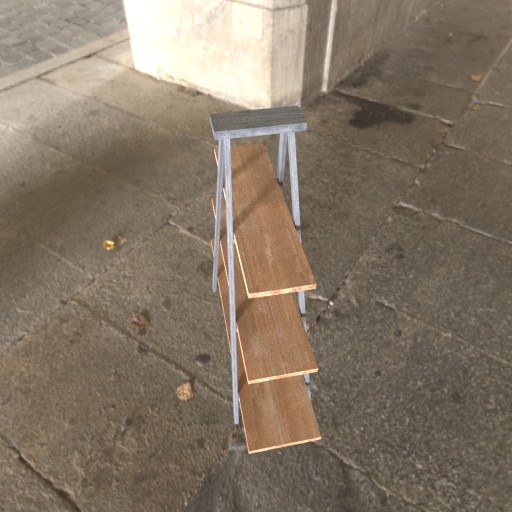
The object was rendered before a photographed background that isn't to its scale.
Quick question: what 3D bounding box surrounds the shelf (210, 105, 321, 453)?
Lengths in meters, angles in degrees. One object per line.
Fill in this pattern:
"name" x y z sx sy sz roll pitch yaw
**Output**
"shelf" 0.000 0.000 2.638 0.508 1.808 1.746 -8 47 -8
